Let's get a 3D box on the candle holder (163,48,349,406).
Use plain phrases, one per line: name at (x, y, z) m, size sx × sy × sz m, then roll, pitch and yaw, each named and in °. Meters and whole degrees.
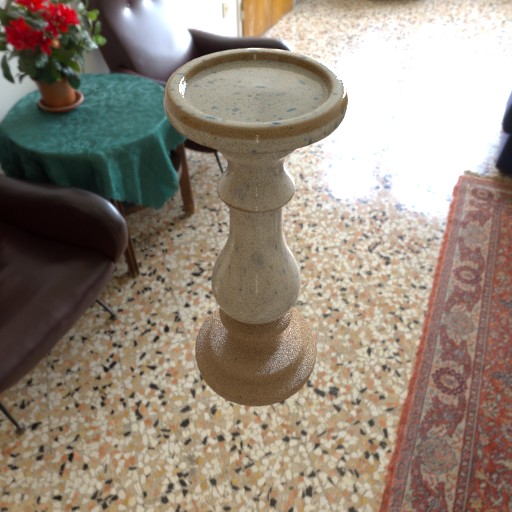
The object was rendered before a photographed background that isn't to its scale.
candle holder at (0.000, 0.000, 0.253) m, size 0.088 × 0.203 × 0.088 m, roll 0°, pitch 46°, yaw 0°
